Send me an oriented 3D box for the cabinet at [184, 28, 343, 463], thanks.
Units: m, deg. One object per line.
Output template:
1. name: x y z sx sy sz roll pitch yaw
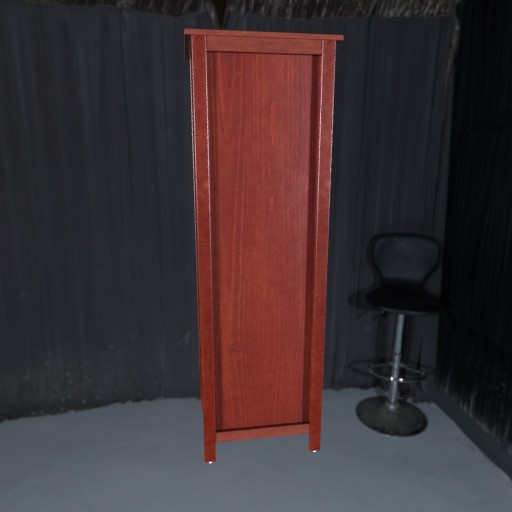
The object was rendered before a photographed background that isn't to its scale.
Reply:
1. cabinet: 0.000 0.000 1.738 0.500 1.518 0.401 -2 14 -9
